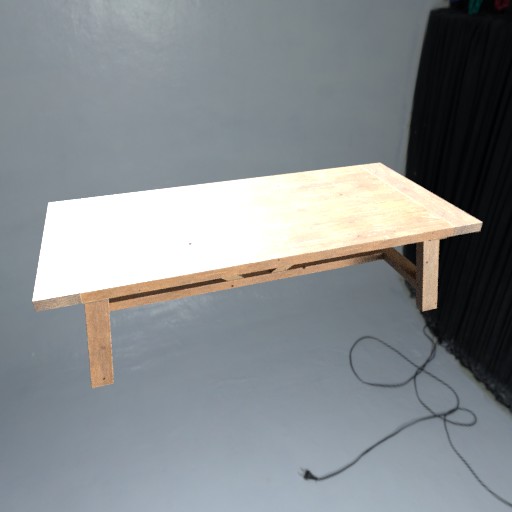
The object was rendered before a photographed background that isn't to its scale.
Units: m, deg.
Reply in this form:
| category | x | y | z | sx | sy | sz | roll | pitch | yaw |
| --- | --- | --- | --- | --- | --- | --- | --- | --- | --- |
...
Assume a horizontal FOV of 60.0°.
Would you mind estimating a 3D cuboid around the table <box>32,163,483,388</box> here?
| category | x | y | z | sx | sy | sz | roll | pitch | yaw |
| --- | --- | --- | --- | --- | --- | --- | --- | --- | --- |
| table | 0.000 | 0.000 | 2.131 | 1.800 | 0.465 | 0.820 | -10 | 32 | -16 |
